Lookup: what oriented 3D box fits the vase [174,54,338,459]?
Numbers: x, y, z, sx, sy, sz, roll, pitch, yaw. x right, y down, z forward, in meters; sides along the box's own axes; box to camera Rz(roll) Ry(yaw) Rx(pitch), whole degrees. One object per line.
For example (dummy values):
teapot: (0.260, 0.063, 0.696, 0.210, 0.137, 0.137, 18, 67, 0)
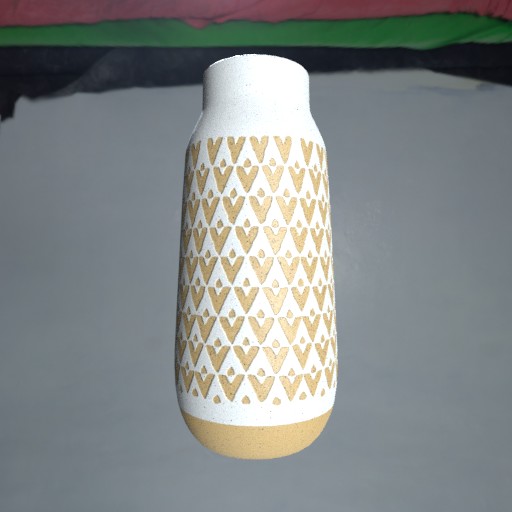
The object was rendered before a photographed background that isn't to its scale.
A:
vase: (0.000, 0.000, 0.380, 0.137, 0.307, 0.137, 0, 0, 0)
